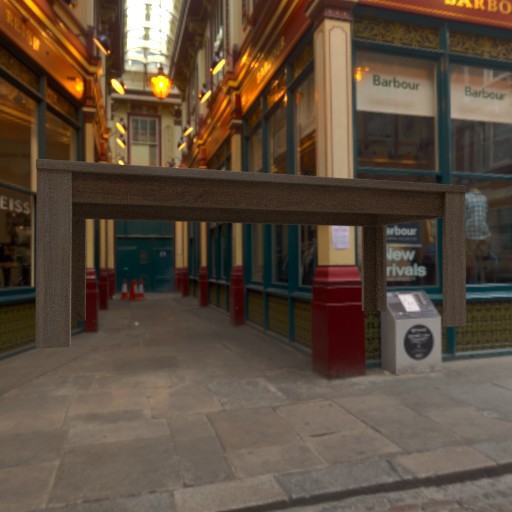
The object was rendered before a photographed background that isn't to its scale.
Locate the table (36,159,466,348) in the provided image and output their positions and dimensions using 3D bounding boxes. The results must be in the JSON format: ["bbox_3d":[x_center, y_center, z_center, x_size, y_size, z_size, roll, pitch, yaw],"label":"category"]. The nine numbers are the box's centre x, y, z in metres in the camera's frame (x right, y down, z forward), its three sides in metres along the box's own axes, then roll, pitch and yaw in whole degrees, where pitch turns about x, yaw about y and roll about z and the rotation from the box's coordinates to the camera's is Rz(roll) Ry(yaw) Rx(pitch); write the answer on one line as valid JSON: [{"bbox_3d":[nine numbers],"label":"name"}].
[{"bbox_3d":[0.000,0.000,2.599,2.200,0.790,0.900,0,-1,-17],"label":"table"}]
